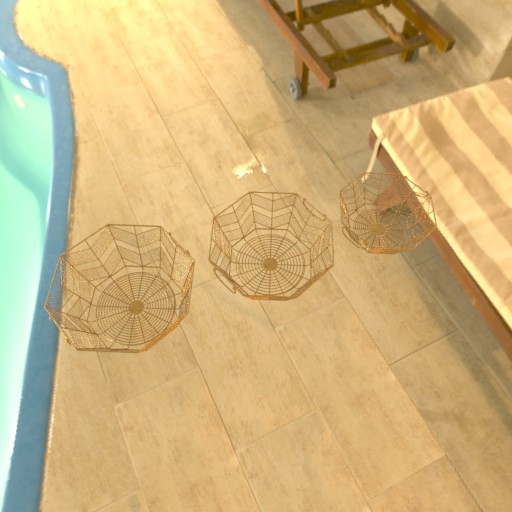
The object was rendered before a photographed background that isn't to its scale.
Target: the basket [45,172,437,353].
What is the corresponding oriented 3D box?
[{"bbox_3d":[0.000,0.000,1.407,1.245,0.178,0.432,-18,62,-10],"label":"basket"}]
